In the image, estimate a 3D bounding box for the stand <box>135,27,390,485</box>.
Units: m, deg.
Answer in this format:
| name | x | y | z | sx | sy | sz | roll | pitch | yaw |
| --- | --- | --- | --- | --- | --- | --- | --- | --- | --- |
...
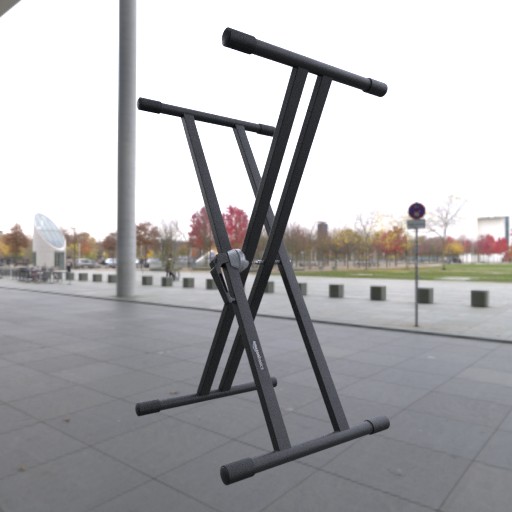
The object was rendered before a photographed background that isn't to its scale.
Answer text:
| name | x | y | z | sx | sy | sz | roll | pitch | yaw |
| --- | --- | --- | --- | --- | --- | --- | --- | --- | --- |
| stand | 0.000 | 0.000 | 1.203 | 0.495 | 0.900 | 0.503 | 0 | 0 | -36 |
